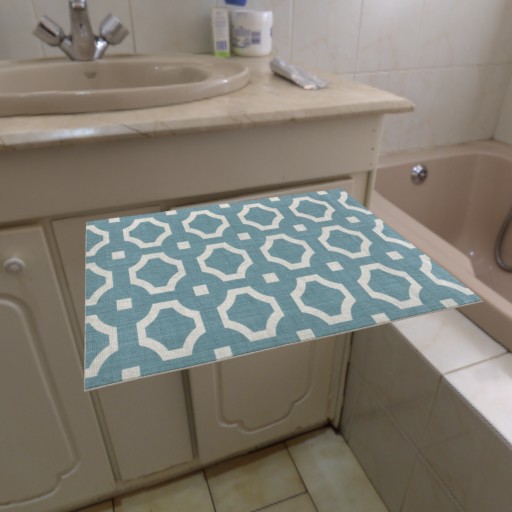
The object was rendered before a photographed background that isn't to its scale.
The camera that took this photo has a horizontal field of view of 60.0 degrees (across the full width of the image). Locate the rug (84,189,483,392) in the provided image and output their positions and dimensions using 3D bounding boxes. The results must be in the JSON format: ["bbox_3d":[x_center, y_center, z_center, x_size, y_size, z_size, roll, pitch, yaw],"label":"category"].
[{"bbox_3d":[0.000,0.000,4.164,3.049,0.021,2.466,-9,32,-15],"label":"rug"}]
